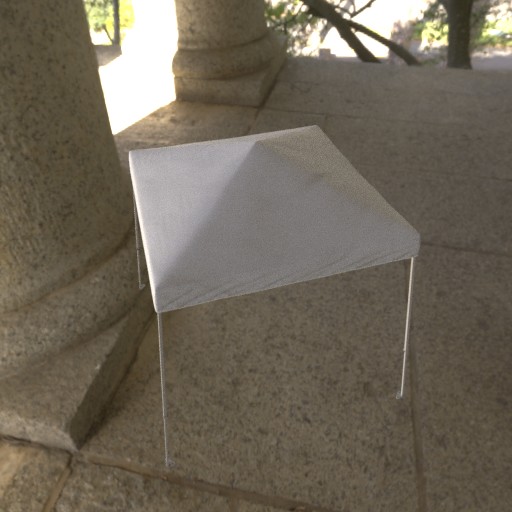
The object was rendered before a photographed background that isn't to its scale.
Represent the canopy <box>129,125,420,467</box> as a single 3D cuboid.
[{"bbox_3d":[0.000,0.000,6.448,3.600,3.600,3.599,-11,42,-13],"label":"canopy"}]
